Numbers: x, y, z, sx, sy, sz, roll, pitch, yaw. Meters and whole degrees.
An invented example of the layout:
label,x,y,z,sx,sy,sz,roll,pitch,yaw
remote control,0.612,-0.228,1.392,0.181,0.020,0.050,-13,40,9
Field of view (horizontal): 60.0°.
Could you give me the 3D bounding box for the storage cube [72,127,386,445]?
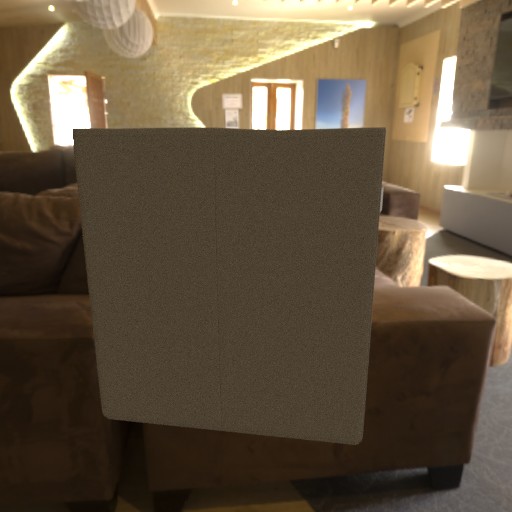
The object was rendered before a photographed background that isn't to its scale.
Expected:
label,x,y,z,sx,sy,sz,roll,pitch,yaw
storage cube,0.000,0.000,0.506,0.270,0.280,0.270,2,16,9
